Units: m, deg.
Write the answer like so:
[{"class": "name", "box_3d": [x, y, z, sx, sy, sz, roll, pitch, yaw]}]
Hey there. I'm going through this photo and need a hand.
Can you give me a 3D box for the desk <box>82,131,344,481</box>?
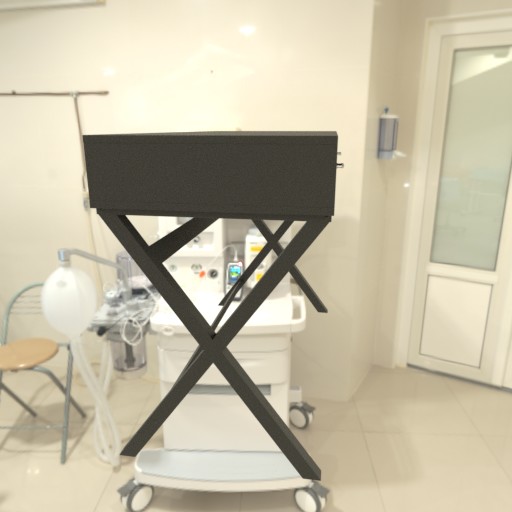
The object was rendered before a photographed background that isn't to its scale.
[{"class": "desk", "box_3d": [0.000, 0.000, 1.453, 0.525, 0.780, 1.057, 3, 16, 9]}]
